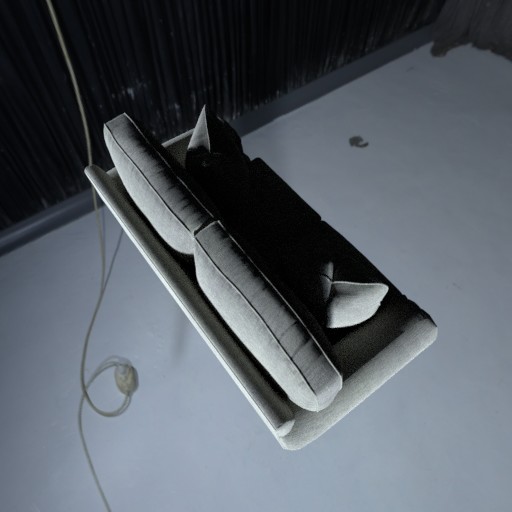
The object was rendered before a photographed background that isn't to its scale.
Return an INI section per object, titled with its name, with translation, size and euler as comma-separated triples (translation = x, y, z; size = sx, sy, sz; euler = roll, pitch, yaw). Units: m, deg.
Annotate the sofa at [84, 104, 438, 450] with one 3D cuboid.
[sofa]
translation = 0.000, 0.000, 2.239
size = 0.966, 0.966, 1.701
euler = -32, 63, -19
